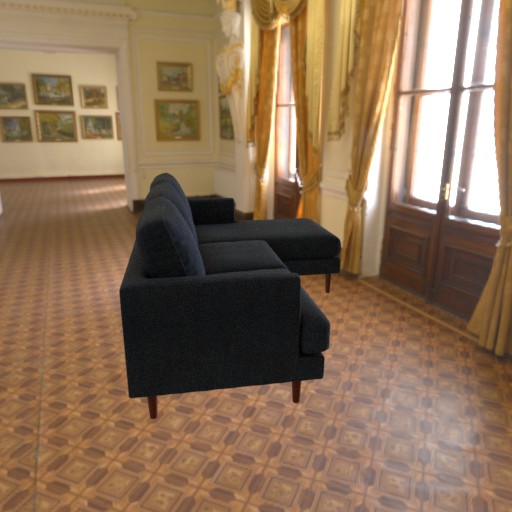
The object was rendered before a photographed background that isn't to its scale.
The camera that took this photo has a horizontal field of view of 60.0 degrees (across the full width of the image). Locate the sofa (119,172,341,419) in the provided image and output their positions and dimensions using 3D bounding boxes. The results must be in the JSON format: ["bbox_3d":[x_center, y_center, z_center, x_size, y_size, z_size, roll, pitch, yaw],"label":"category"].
[{"bbox_3d":[0.000,0.000,2.975,1.504,0.956,2.233,-3,17,-10],"label":"sofa"}]
